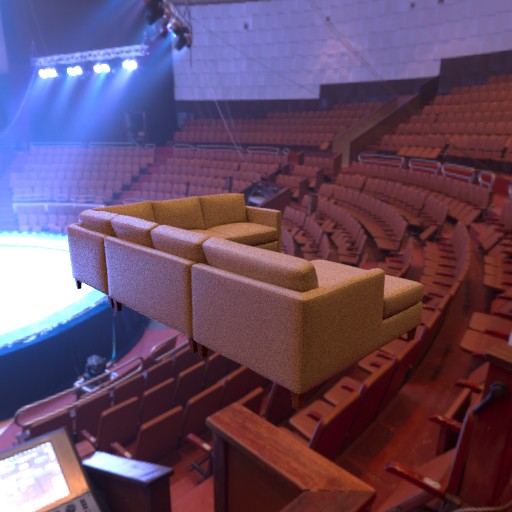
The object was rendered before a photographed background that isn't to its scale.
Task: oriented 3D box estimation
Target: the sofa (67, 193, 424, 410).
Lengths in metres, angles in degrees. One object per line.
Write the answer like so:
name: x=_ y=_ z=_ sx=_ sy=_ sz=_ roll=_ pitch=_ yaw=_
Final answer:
sofa: x=0.000 y=0.000 z=4.648 sx=2.594 sy=0.961 sz=3.460 roll=-13 pitch=19 yaw=-42
